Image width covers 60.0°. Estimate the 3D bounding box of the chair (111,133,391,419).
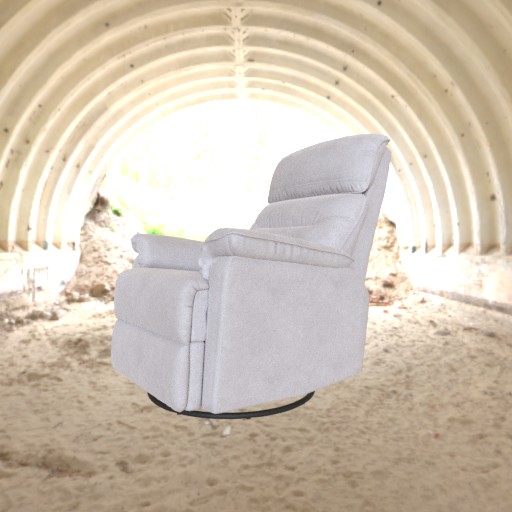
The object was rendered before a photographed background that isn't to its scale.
[{"bbox_3d":[0.000,0.000,1.792,1.001,1.039,0.820,-1,1,-36],"label":"chair"}]
